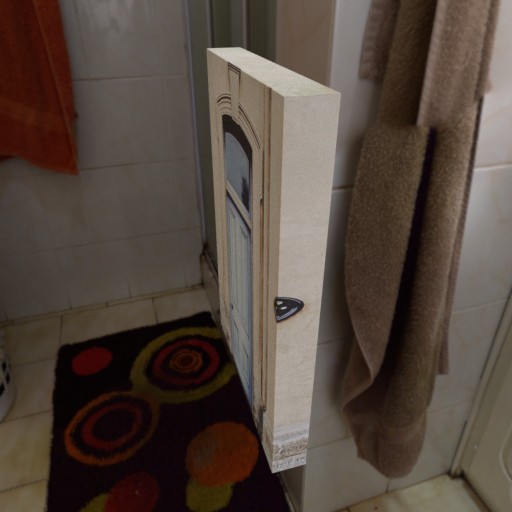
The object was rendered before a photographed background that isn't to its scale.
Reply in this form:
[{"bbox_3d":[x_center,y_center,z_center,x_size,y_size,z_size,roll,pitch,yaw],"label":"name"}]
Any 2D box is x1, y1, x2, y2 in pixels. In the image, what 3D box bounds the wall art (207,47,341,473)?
[{"bbox_3d":[0.000,0.000,0.477,0.038,0.381,0.254,-9,32,-14],"label":"wall art"}]
